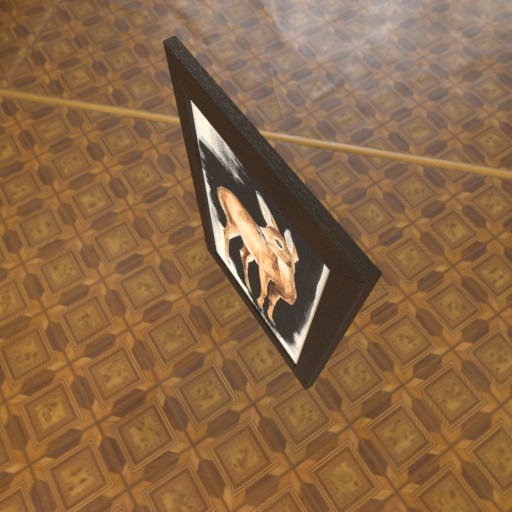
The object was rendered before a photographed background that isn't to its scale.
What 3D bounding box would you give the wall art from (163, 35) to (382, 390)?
[{"bbox_3d":[0.000,0.000,0.668,0.017,0.513,0.359,-31,67,-14],"label":"wall art"}]
